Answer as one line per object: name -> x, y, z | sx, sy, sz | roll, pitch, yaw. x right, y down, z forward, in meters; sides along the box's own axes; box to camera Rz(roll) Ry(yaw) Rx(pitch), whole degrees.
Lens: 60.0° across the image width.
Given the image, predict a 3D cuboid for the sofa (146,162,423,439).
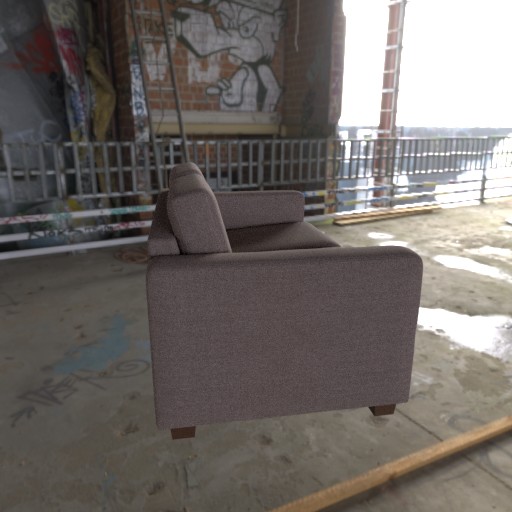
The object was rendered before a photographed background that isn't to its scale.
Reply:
sofa -> 0.000, 0.000, 2.070 | 0.900, 0.800, 1.520 | -3, 17, -10
